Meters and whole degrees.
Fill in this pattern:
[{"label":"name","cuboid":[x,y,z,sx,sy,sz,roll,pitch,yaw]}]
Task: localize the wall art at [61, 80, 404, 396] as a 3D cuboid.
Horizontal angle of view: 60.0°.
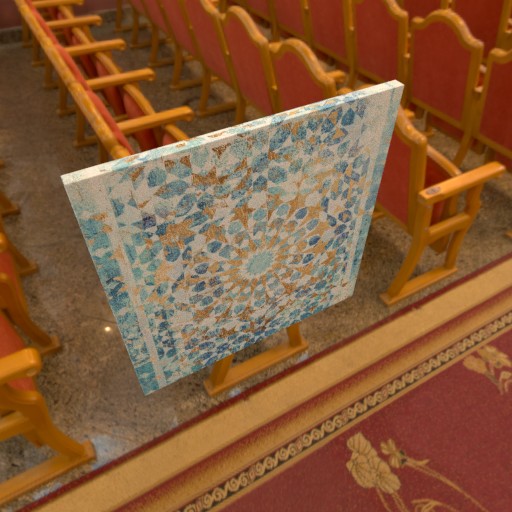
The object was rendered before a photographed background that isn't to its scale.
[{"label":"wall art","cuboid":[0.000,0.000,1.398,0.916,0.916,0.040,-22,50,-20]}]
